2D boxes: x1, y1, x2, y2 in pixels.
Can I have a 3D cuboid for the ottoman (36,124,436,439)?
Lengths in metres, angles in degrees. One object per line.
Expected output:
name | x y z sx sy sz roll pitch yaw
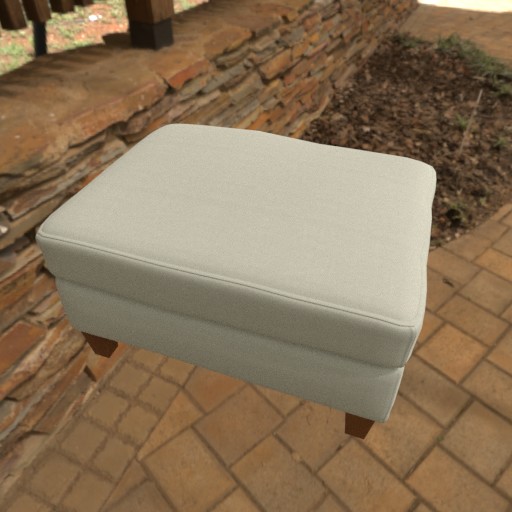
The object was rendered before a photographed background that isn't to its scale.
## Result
ottoman | 0.000 0.000 1.186 0.818 0.496 0.634 13 42 15
